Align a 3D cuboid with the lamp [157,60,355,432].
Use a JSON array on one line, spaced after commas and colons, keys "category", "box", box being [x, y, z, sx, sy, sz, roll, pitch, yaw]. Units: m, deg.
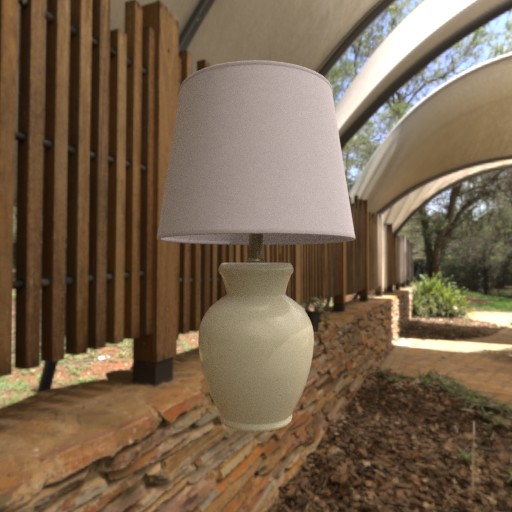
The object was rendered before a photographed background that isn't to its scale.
[{"category": "lamp", "box": [0.000, 0.000, 0.546, 0.239, 0.399, 0.239, 0, -1, 0]}]
